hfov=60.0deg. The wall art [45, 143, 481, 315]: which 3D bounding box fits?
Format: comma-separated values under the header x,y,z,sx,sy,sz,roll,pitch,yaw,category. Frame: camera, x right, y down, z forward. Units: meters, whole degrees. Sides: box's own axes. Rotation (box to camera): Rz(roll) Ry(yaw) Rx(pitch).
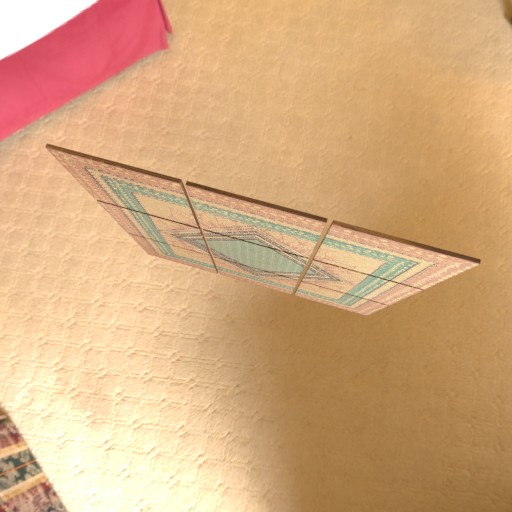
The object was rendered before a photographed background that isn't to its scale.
x,y,z,sx,sy,sz,roll,pitch,yaw,category
0.000,0.000,1.781,1.215,1.213,0.013,15,77,4,wall art
